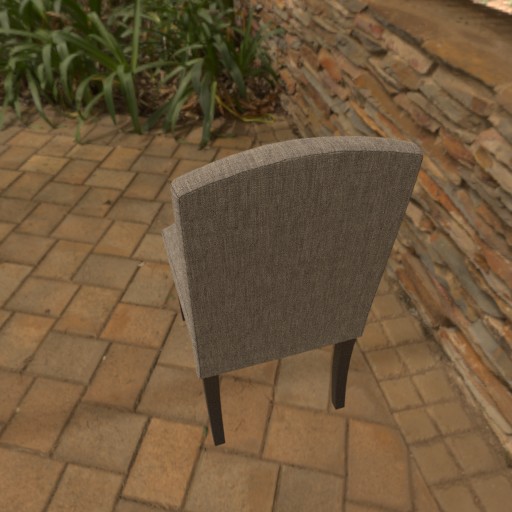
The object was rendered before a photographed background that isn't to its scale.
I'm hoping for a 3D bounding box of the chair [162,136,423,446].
[{"bbox_3d":[0.000,0.000,1.201,0.451,0.917,0.580,-12,43,-13],"label":"chair"}]
